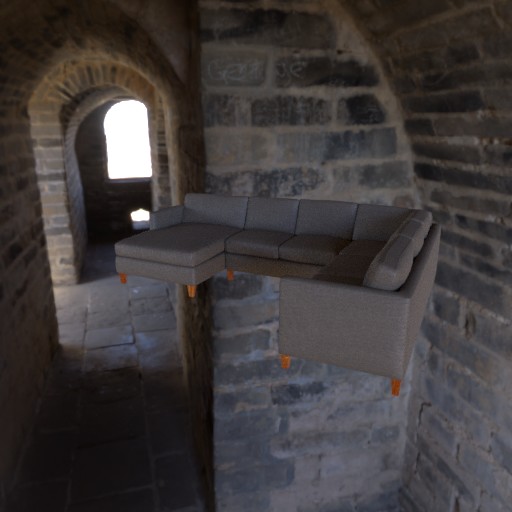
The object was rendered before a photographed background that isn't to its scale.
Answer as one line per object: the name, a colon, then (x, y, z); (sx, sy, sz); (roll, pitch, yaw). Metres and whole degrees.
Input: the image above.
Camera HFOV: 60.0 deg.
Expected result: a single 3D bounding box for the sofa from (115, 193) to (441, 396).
sofa: (0.000, 0.000, 4.713); (3.460, 0.961, 2.594); (8, 18, 25)
